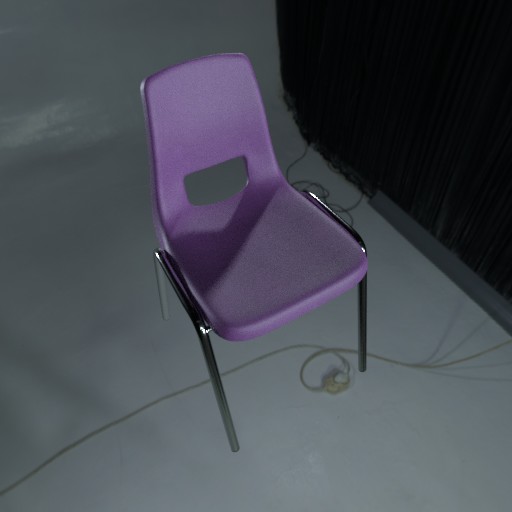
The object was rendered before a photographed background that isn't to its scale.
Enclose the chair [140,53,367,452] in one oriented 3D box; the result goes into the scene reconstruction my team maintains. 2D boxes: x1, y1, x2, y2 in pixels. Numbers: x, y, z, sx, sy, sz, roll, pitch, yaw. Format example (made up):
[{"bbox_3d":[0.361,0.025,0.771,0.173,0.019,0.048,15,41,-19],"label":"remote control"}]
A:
[{"bbox_3d":[0.000,0.000,0.910,0.381,0.654,0.432,-24,52,-21],"label":"chair"}]
